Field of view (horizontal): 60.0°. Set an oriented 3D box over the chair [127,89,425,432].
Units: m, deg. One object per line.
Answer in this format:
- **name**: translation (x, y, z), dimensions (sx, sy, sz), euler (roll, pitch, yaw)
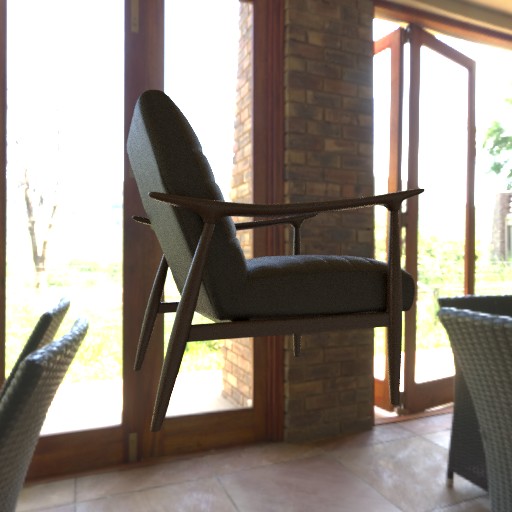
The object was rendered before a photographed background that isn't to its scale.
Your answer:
- **chair**: translation (0.000, 0.000, 1.454), dimensions (0.798, 0.831, 0.741), euler (0, -1, -19)
